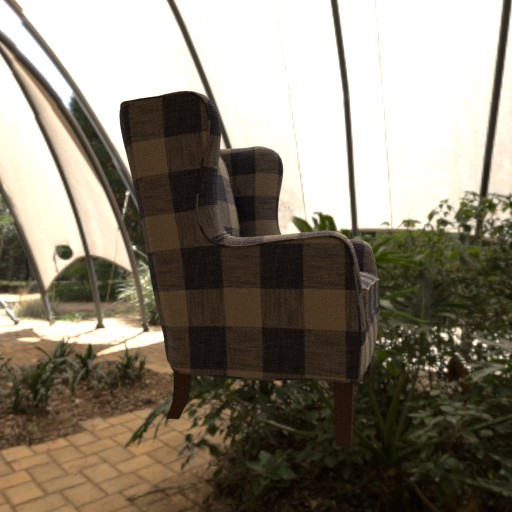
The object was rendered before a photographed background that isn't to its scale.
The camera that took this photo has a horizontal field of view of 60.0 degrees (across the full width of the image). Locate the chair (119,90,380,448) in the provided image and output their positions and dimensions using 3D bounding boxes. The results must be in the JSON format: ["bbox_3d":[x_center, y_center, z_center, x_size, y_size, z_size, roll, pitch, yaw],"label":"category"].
[{"bbox_3d":[0.000,0.000,1.696,0.889,1.041,0.830,0,0,18],"label":"chair"}]
